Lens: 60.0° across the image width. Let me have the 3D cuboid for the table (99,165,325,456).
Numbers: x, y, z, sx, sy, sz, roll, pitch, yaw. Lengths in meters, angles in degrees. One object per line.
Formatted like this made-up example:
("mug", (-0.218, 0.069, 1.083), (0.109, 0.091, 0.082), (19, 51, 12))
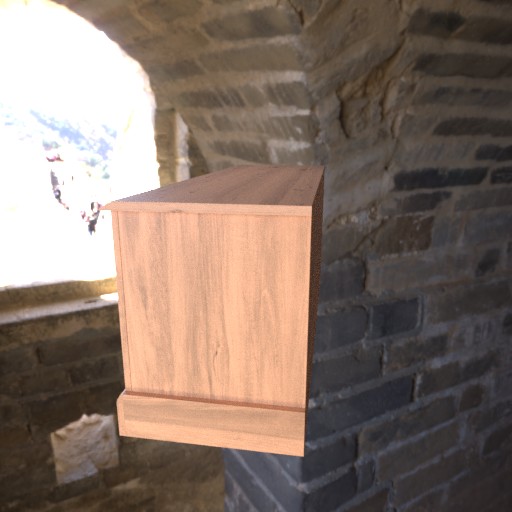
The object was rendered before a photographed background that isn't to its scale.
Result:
("table", (0.000, 0.000, 1.436), (0.400, 0.510, 1.200), (2, 15, 9))
